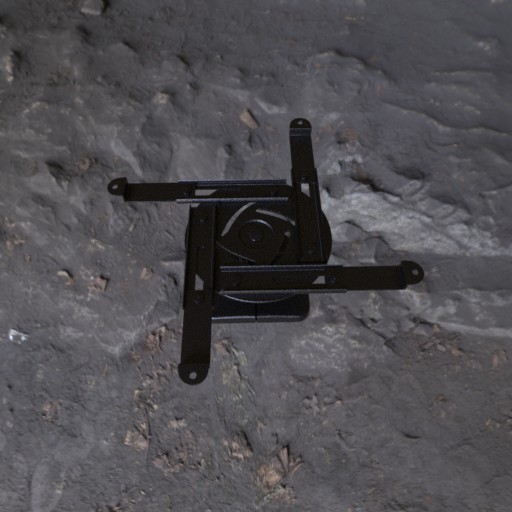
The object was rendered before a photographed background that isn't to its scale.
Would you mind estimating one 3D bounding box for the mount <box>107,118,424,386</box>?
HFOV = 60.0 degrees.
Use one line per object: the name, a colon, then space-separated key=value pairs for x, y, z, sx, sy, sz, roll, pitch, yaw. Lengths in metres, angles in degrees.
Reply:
mount: x=0.000 y=0.000 z=0.617 sx=0.394 sy=0.141 sz=0.394 roll=-1 pitch=59 yaw=-1
